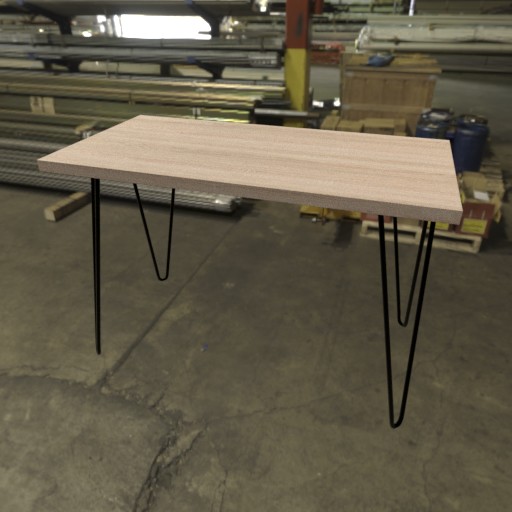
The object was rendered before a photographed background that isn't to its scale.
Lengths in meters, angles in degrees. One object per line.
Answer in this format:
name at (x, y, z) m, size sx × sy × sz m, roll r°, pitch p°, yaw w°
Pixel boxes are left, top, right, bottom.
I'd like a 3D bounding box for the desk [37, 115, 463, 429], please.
desk at (0.000, 0.000, 1.350) m, size 0.991 × 0.660 × 0.499 m, roll 9°, pitch 32°, yaw 15°
